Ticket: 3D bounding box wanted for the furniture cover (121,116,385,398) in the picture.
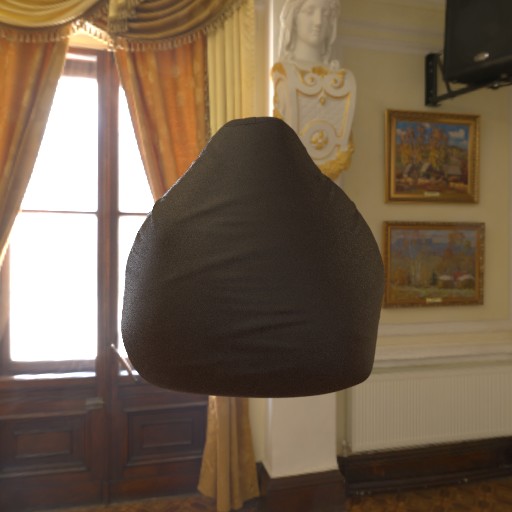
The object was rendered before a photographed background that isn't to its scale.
[{"bbox_3d":[0.000,0.000,1.932,1.070,0.990,1.070,0,0,-1],"label":"furniture cover"}]
